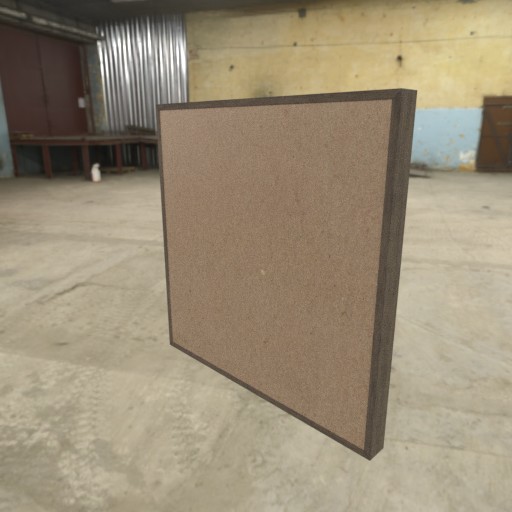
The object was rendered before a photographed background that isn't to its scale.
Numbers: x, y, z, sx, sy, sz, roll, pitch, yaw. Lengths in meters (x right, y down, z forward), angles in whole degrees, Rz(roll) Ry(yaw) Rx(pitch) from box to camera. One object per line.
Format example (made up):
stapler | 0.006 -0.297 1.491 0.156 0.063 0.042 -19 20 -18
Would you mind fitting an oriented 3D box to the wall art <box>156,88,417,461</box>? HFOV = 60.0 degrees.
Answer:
wall art | 0.000 0.000 0.759 0.038 0.508 0.508 -15 22 -43
